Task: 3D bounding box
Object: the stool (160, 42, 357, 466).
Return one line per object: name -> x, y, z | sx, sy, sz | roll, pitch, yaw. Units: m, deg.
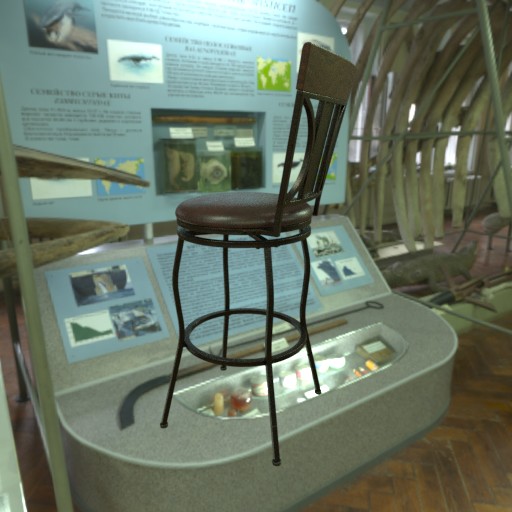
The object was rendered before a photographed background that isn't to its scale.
stool -> 0.000, 0.000, 1.398 | 0.513, 1.130, 0.448 | 7, 17, 24
